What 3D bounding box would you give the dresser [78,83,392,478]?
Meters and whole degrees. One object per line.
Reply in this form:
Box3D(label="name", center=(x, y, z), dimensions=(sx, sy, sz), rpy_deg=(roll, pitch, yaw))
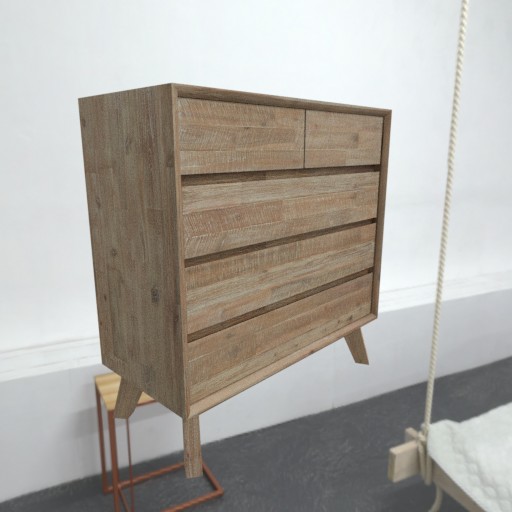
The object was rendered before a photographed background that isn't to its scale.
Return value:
Box3D(label="dresser", center=(0.000, 0.000, 1.586), dimensions=(0.455, 1.029, 0.998), rpy_deg=(13, 19, 42))
